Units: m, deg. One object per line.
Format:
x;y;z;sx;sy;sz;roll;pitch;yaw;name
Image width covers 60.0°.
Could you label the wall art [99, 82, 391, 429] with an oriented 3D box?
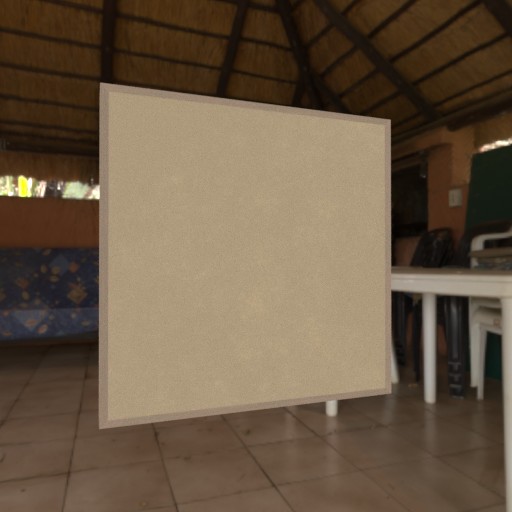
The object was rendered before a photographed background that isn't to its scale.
0.000;0.000;0.457;0.304;0.303;0.038;0;0;-20;wall art
